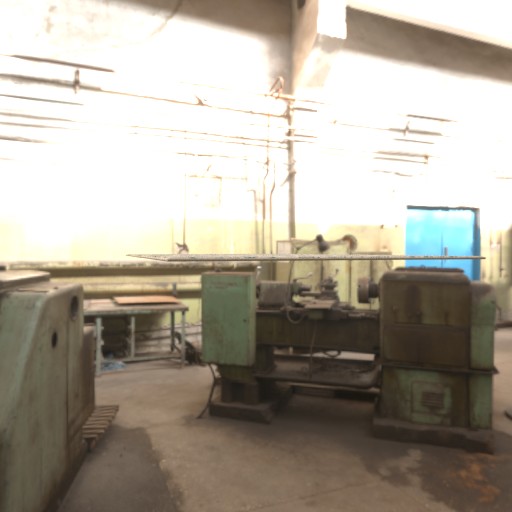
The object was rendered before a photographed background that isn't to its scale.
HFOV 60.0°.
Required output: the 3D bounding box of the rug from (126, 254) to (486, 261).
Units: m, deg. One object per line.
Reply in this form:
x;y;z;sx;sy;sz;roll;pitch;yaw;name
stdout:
0.000;0.000;2.348;1.213;0.012;1.831;0;1;-20;rug
